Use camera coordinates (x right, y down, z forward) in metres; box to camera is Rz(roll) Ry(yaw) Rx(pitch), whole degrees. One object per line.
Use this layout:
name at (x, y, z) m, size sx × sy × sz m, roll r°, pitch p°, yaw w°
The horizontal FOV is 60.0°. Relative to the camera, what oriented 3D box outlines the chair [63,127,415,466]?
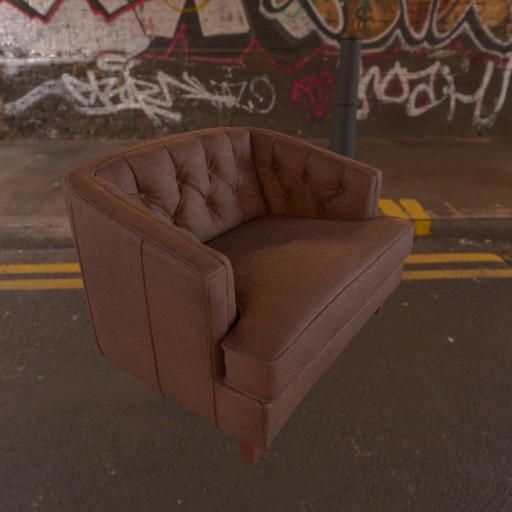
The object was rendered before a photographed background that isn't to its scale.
chair at (0.000, 0.000, 1.672) m, size 0.914 × 0.787 × 1.118 m, roll 18°, pitch 32°, yaw 31°
